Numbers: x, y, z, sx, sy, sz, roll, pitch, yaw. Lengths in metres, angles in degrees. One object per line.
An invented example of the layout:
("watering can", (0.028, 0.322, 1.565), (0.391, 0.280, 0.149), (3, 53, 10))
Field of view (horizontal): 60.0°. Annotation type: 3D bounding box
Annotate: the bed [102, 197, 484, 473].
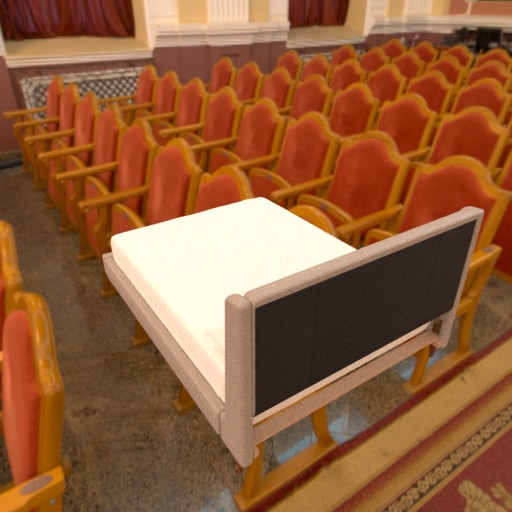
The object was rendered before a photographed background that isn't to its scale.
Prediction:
("bed", (0.000, 0.000, 3.195), (1.656, 1.147, 2.232), (-19, 35, -29))
